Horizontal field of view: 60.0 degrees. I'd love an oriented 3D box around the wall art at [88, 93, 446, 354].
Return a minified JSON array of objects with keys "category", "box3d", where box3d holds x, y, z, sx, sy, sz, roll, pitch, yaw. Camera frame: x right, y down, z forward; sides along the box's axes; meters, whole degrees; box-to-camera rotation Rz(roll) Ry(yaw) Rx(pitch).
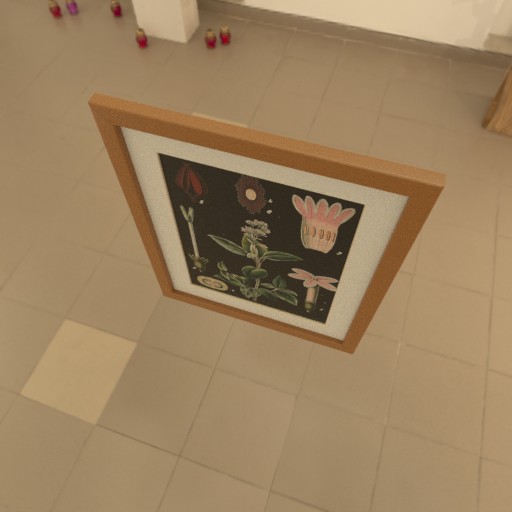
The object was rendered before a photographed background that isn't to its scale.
[{"category":"wall art","box3d":[0.000,0.000,0.529,0.310,0.379,0.015,16,59,10]}]
